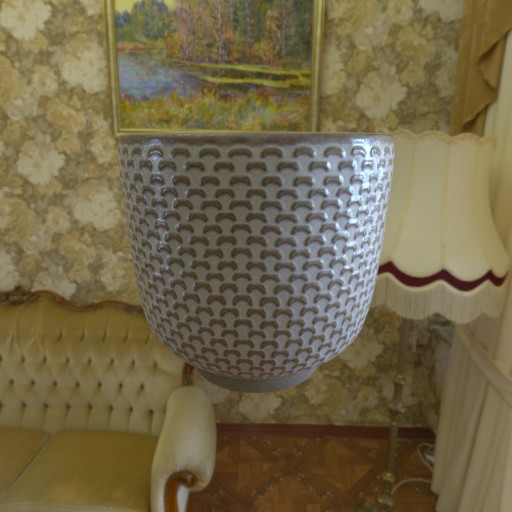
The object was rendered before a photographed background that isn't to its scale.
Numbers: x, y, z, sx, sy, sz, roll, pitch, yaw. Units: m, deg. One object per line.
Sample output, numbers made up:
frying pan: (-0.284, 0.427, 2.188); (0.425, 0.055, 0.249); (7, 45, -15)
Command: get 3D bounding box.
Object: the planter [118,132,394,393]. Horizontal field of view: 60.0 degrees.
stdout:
planter: (0.000, 0.000, 0.246); (0.139, 0.130, 0.139); (0, 14, 0)
